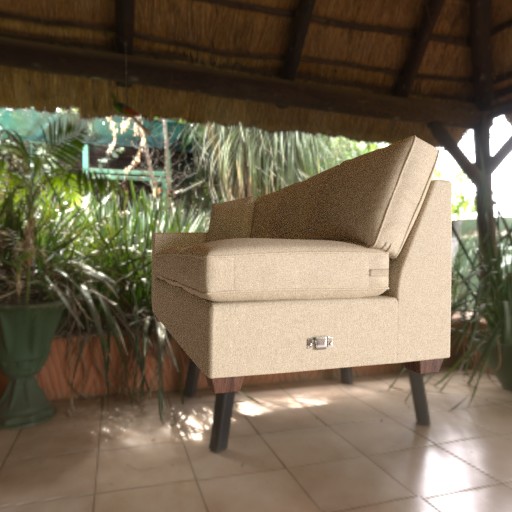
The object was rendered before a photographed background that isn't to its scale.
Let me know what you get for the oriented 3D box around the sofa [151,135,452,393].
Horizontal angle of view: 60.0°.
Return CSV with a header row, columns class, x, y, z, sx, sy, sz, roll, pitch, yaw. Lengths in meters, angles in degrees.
class,x,y,z,sx,sy,sz,roll,pitch,yaw
sofa,0.000,0.000,2.524,1.034,0.946,1.962,0,0,-19
